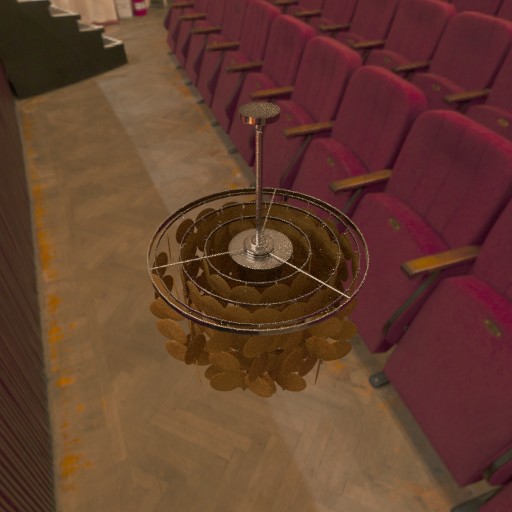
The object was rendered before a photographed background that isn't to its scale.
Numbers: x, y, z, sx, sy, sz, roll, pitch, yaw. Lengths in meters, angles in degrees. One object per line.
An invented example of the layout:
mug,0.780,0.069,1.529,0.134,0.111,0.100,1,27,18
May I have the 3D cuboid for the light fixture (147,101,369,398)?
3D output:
light fixture,0.000,0.000,0.729,0.368,0.492,0.368,0,41,0
